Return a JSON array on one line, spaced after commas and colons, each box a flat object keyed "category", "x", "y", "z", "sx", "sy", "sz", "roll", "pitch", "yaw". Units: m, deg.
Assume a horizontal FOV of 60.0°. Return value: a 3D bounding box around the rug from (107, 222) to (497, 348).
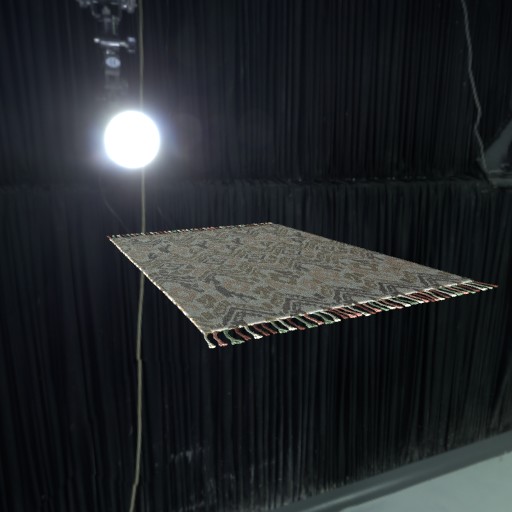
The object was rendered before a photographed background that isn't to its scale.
[{"category": "rug", "x": 0.000, "y": 0.000, "z": 2.260, "sx": 1.219, "sy": 0.008, "sz": 1.829, "roll": -7, "pitch": 15, "yaw": -27}]
